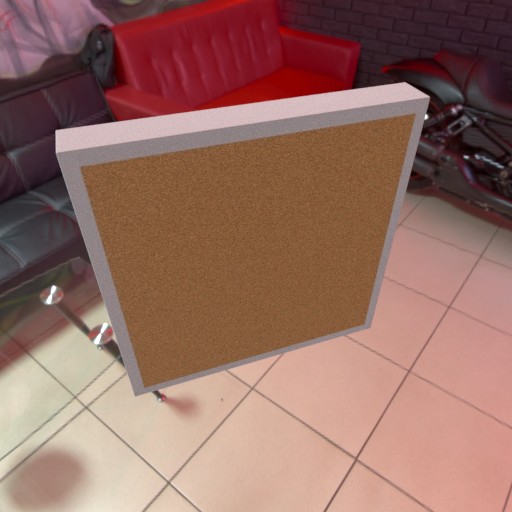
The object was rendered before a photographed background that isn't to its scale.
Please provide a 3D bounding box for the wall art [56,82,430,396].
[{"bbox_3d":[0.000,0.000,0.456,0.305,0.305,0.038,-13,42,-15],"label":"wall art"}]
